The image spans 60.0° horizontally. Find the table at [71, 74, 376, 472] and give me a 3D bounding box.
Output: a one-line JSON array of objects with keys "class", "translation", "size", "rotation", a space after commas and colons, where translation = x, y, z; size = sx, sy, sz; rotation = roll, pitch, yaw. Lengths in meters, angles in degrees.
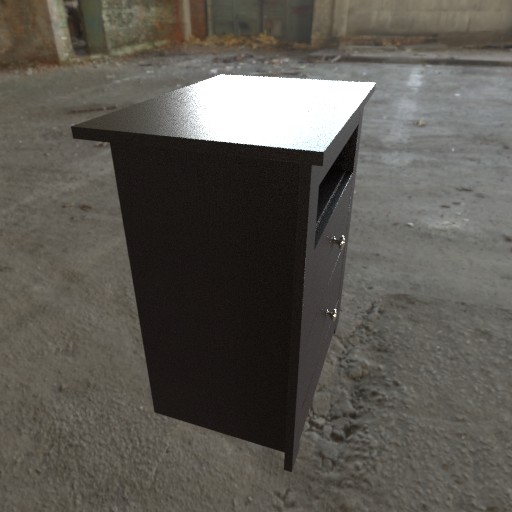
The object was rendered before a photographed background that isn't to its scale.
[{"class": "table", "translation": [0.000, 0.000, 1.054], "size": [0.408, 0.711, 0.589], "rotation": [10, 32, 17]}]
